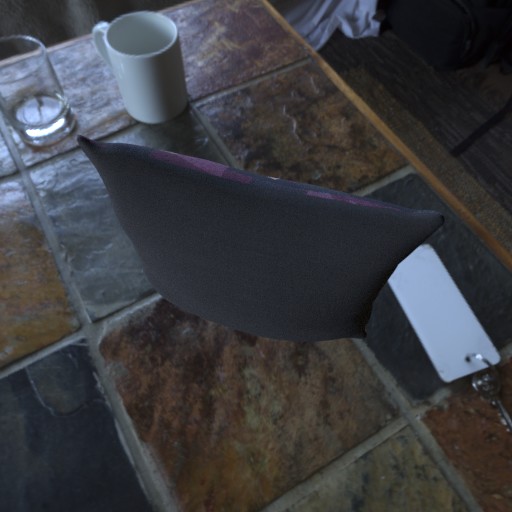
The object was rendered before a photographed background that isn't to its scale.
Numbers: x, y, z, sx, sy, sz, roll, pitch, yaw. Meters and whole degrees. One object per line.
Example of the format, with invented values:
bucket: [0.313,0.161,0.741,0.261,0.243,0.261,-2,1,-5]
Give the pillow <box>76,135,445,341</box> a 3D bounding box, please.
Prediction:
pillow: [0.000,0.000,0.783,0.503,0.496,0.208,14,64,7]
